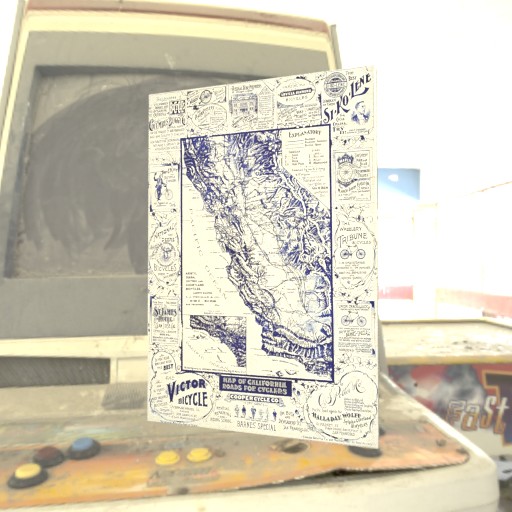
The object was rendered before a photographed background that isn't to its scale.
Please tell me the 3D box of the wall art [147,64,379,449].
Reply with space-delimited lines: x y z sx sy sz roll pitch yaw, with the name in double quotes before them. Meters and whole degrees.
"wall art" 0.000 0.000 0.963 0.511 0.753 0.039 0 -1 18
